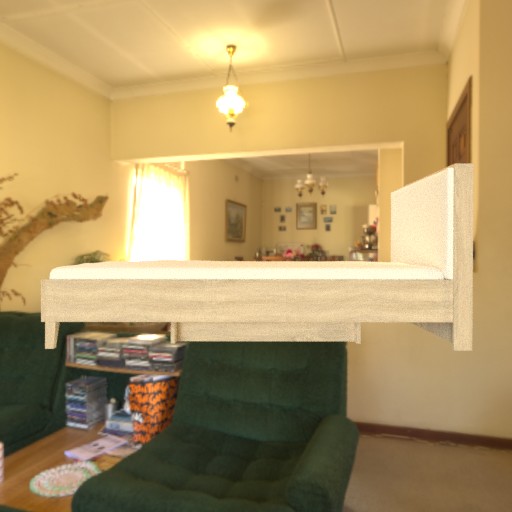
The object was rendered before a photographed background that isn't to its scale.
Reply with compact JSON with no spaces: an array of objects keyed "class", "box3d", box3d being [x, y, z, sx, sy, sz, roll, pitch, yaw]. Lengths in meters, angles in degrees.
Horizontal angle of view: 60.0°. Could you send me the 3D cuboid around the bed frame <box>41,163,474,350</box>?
[{"class":"bed frame","box3d":[0.000,0.000,2.682,2.140,0.920,0.990,0,1,0]}]
